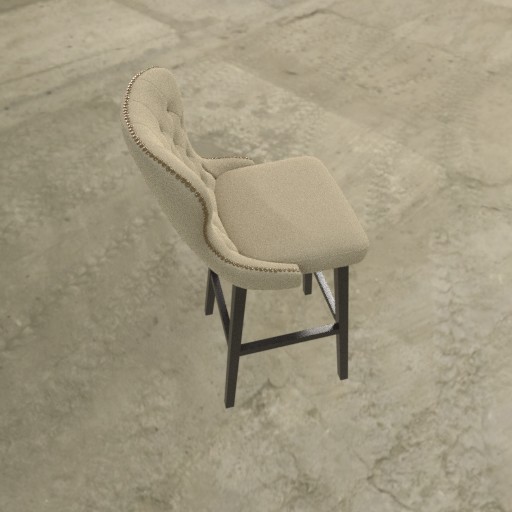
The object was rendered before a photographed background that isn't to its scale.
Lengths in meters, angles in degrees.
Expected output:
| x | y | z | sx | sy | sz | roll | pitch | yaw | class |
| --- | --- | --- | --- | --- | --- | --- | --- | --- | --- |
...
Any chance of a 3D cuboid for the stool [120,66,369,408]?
| x | y | z | sx | sy | sz | roll | pitch | yaw | class |
| --- | --- | --- | --- | --- | --- | --- | --- | --- | --- |
| 0.000 | 0.000 | 1.382 | 0.605 | 1.066 | 0.528 | -11 | 48 | -10 | stool |
